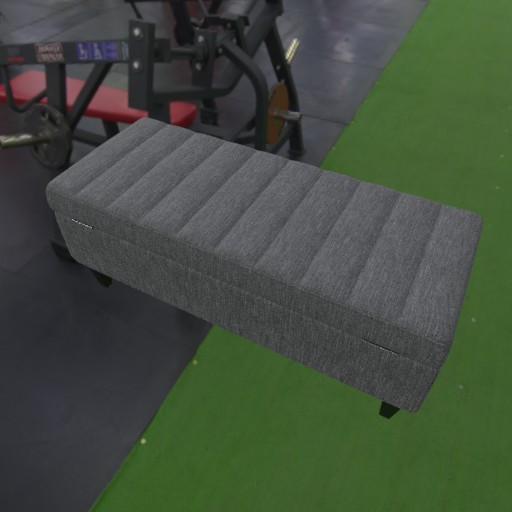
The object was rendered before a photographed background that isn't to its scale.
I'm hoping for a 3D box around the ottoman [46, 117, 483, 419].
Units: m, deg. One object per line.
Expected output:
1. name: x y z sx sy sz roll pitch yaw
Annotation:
1. ottoman: 0.000 0.000 1.372 1.151 0.469 0.482 21 49 19
